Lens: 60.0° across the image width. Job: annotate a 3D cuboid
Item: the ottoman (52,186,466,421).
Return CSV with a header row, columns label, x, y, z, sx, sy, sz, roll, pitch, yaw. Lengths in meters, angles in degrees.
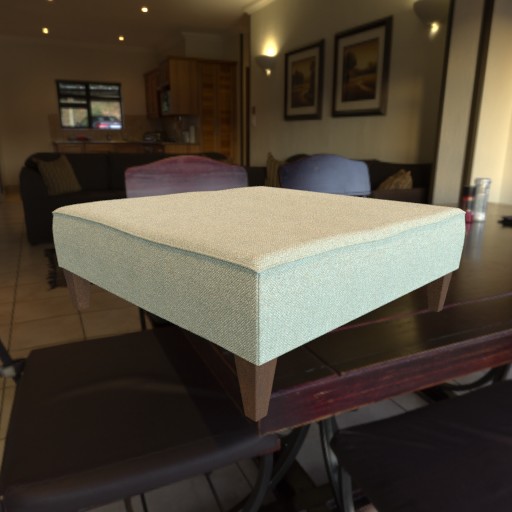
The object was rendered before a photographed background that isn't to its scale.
label,x,y,z,sx,sy,sz,roll,pitch,yaw
ottoman,0.000,0.000,1.507,0.968,0.379,1.004,-14,20,-43
